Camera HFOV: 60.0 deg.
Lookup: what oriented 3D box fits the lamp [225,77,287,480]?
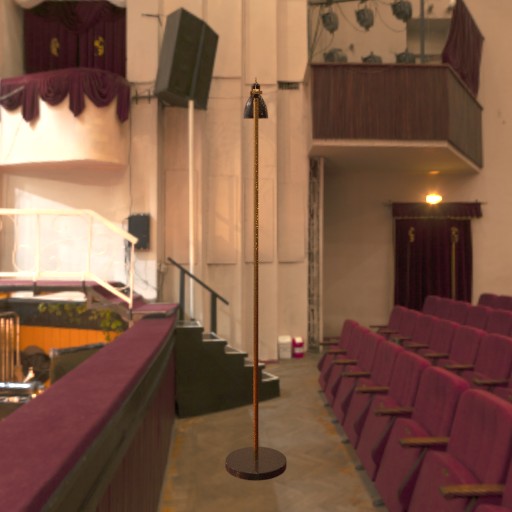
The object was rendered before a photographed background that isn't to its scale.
[{"bbox_3d":[0.000,0.000,1.811,0.235,1.628,0.618,0,-1,0],"label":"lamp"}]
